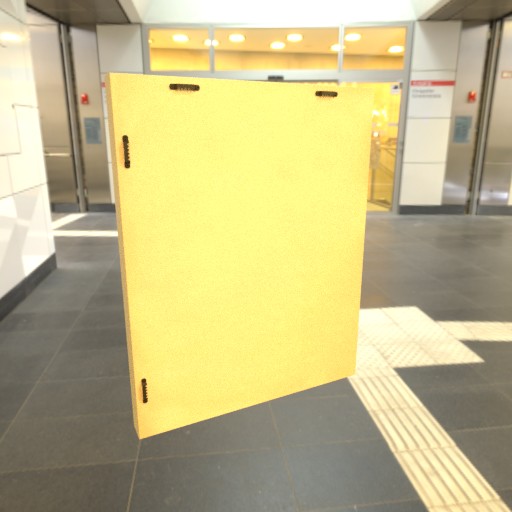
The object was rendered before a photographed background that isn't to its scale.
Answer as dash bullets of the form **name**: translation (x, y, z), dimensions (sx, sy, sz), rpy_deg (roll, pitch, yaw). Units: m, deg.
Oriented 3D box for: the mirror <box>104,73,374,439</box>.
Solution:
- **mirror**: translation (0.000, 0.000, 0.694), dimensions (0.406, 0.509, 0.041), rpy_deg (-8, 17, -26)
